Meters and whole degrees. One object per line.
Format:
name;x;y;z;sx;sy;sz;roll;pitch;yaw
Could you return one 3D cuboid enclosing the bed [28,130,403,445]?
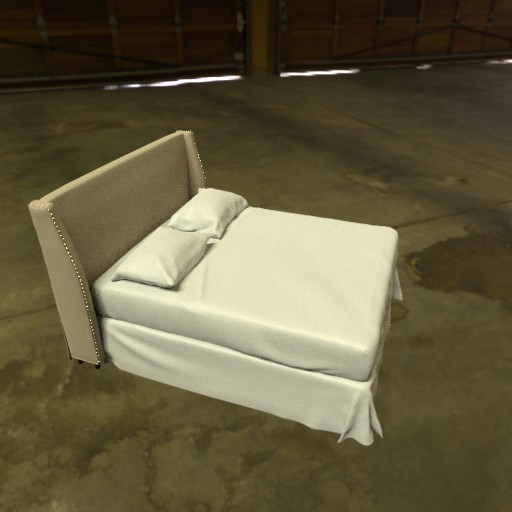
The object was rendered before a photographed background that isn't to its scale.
bed;0.000;0.000;3.427;2.276;1.332;1.925;11;32;18
